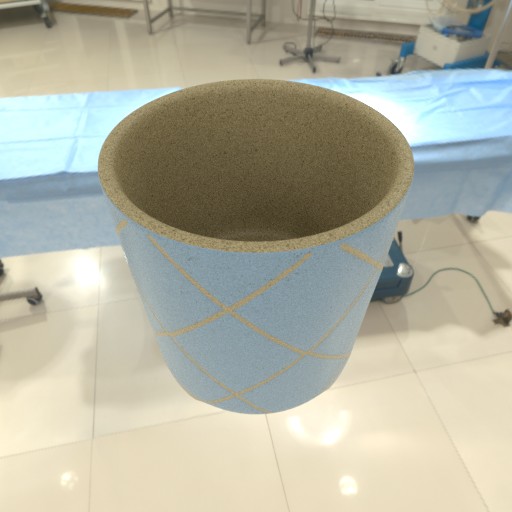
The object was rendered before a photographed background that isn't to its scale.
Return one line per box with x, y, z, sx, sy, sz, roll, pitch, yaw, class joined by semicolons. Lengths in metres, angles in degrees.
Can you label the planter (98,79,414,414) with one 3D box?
0.000;0.000;0.409;0.227;0.235;0.227;0;45;0;planter
